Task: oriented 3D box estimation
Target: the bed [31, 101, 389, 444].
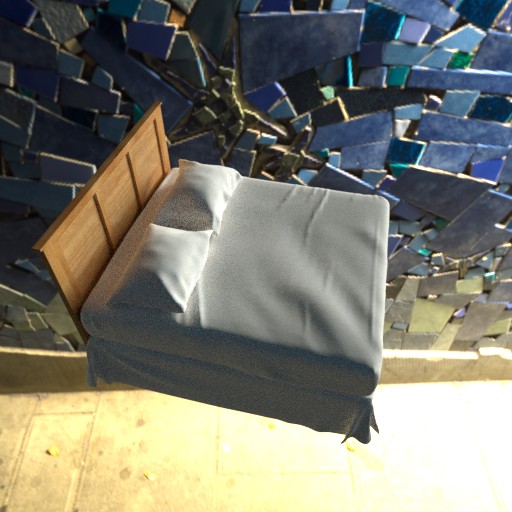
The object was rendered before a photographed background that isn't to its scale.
[{"bbox_3d":[0.000,0.000,3.138,2.035,1.273,1.870,10,47,9],"label":"bed"}]
